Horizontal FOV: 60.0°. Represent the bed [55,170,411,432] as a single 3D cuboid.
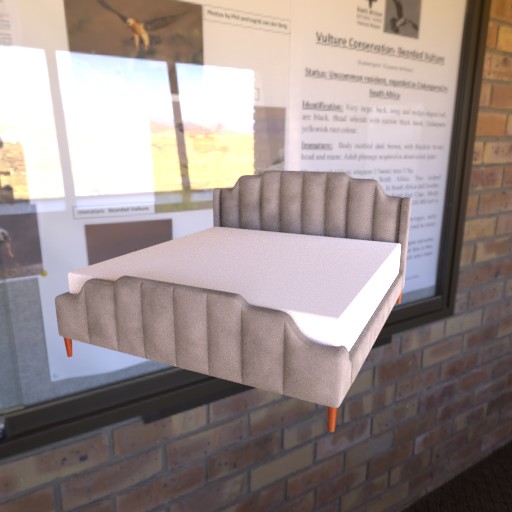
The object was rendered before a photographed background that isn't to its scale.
[{"bbox_3d":[0.000,0.000,3.628,2.074,1.245,2.340,7,16,25],"label":"bed"}]
